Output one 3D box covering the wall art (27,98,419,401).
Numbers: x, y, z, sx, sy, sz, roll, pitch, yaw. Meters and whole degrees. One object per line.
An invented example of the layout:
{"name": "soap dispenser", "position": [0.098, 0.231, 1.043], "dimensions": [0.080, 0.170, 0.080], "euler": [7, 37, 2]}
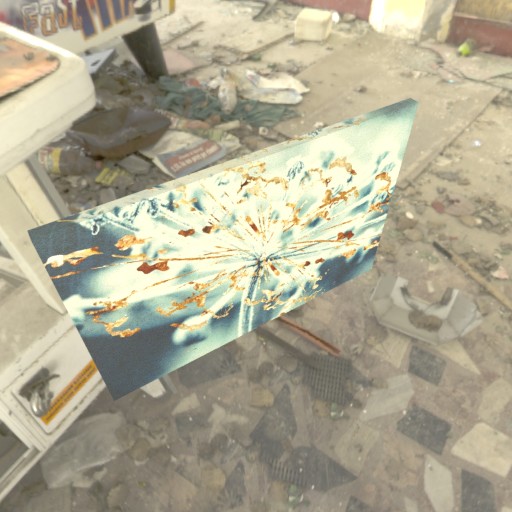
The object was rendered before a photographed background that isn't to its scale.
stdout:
{"name": "wall art", "position": [0.000, 0.000, 1.427], "dimensions": [1.138, 0.759, 0.035], "euler": [-24, 51, -21]}
